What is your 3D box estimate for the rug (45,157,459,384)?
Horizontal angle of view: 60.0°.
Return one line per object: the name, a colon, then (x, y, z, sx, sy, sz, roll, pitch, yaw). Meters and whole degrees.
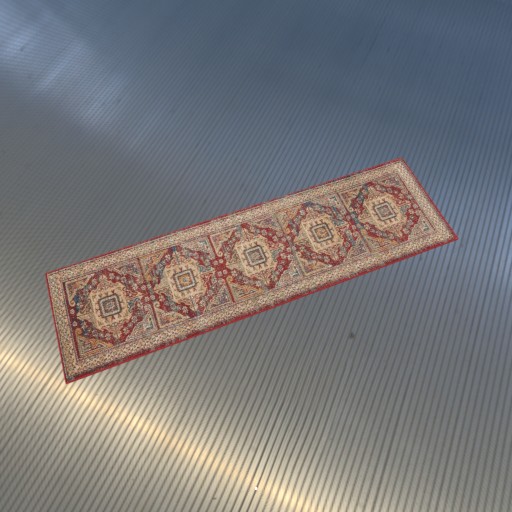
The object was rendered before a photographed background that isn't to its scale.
rug: (0.000, 0.000, 2.545, 2.292, 0.015, 0.659, -19, 64, -10)
